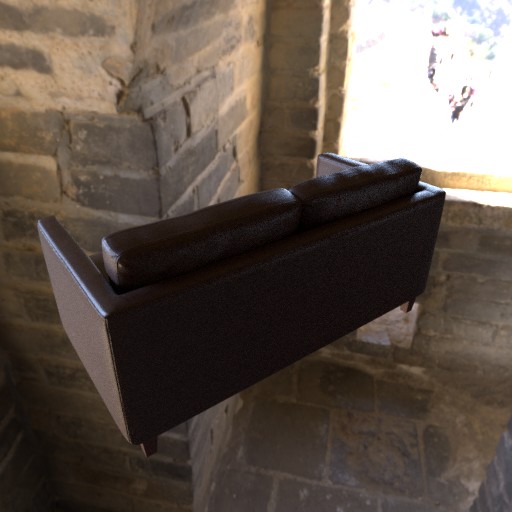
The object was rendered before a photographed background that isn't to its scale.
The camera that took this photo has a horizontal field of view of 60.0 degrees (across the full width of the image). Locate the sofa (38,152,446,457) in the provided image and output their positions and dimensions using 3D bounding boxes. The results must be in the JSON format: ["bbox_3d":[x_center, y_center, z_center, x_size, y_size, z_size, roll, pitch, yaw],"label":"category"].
[{"bbox_3d":[0.000,0.000,2.340,1.883,0.933,0.951,-20,35,-31],"label":"sofa"}]
